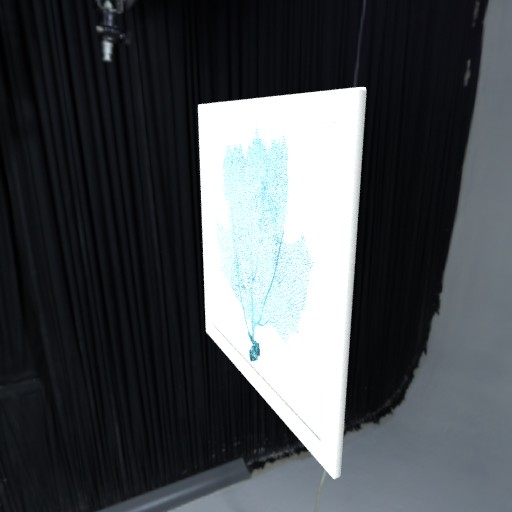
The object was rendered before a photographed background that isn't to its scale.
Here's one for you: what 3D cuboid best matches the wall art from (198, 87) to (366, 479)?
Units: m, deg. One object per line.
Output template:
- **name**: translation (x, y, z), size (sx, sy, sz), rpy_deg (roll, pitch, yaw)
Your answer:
- **wall art**: translation (0.000, 0.000, 0.873), size (0.013, 0.584, 0.584), rpy_deg (-8, 18, -25)
